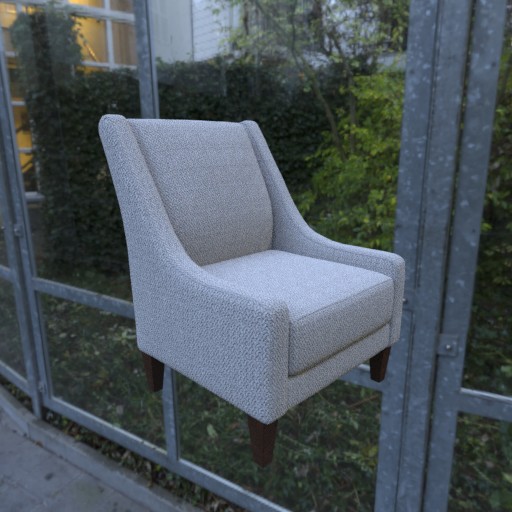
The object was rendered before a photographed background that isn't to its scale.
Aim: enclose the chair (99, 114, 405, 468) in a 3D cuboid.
[{"bbox_3d":[0.000,0.000,1.661,0.870,1.014,0.774,14,20,43],"label":"chair"}]
